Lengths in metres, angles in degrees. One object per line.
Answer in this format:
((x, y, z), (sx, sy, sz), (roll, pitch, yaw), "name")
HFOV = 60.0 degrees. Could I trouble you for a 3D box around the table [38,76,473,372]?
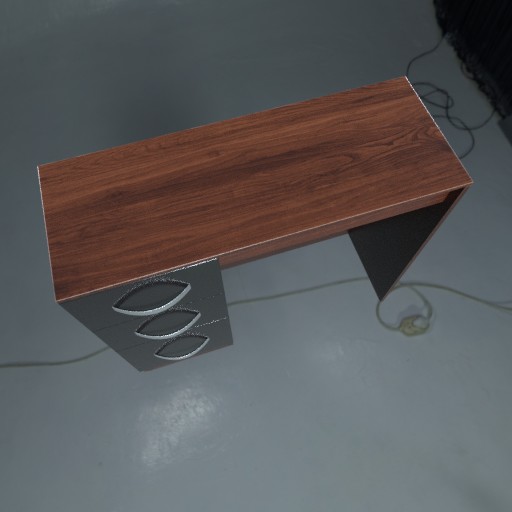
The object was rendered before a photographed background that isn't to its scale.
((0.000, 0.000, 1.354), (0.930, 0.790, 0.380), (-16, 65, -8), "table")
